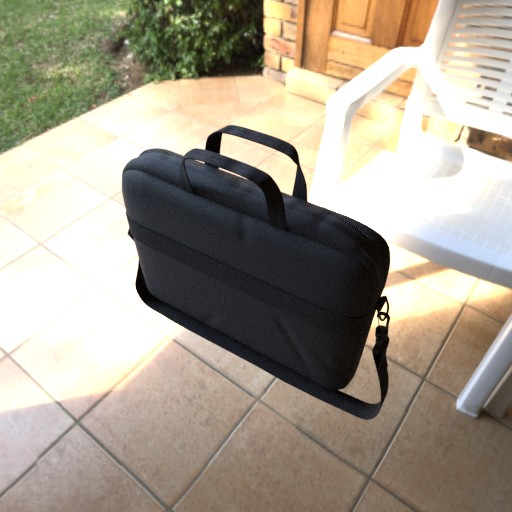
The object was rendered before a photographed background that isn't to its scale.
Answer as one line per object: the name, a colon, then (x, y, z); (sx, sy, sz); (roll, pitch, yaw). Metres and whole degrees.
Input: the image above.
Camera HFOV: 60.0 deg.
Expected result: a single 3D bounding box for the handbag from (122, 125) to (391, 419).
handbag: (0.000, 0.000, 0.433); (0.320, 0.244, 0.089); (24, 50, 21)
